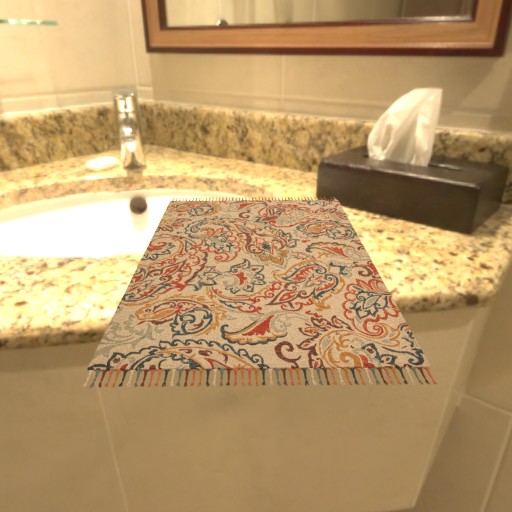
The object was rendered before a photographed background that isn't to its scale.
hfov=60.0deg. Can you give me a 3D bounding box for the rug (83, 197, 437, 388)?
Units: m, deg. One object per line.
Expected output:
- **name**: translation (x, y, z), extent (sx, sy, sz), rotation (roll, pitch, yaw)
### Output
- **rug**: translation (0.000, 0.000, 2.387), extent (1.218, 0.010, 1.997), rotation (0, 26, -1)
